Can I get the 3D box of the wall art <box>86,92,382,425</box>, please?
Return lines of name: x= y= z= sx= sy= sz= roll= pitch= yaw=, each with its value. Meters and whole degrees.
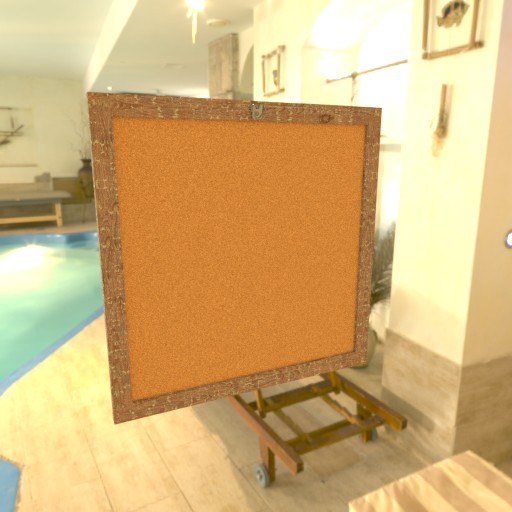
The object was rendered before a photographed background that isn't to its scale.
wall art: x=0.000 y=0.000 z=0.573 sx=0.380 sy=0.380 sz=0.022 roll=-6 pitch=14 yaw=-25
